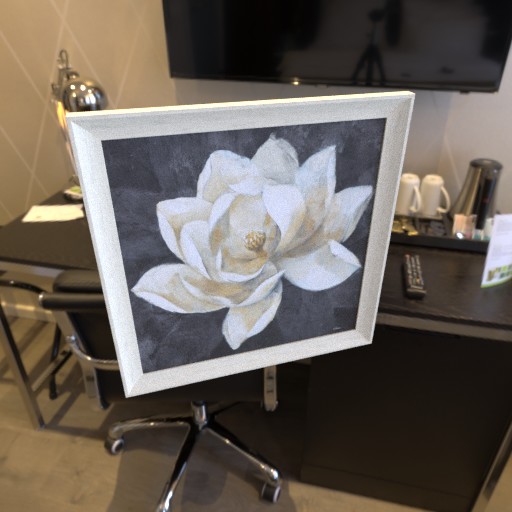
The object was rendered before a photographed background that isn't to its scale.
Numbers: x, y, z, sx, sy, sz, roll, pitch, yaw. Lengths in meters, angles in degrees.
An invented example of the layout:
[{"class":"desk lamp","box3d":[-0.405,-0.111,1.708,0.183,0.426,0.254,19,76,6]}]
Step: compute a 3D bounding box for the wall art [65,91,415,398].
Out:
[{"class":"wall art","box3d":[0.000,0.000,1.520,1.016,1.016,0.045,-9,32,-14]}]
